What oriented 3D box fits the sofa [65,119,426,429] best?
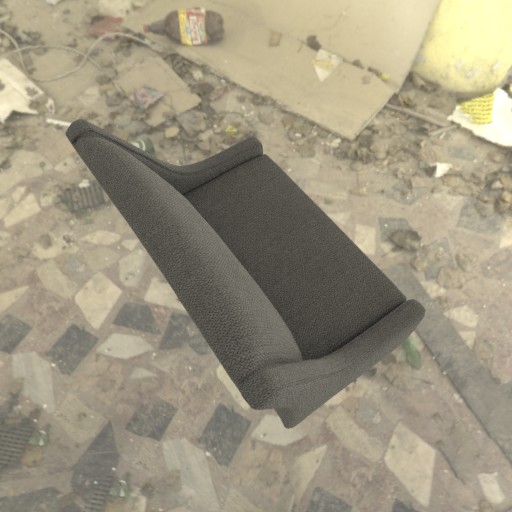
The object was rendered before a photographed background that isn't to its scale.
[{"bbox_3d":[0.000,0.000,1.900,0.873,1.022,1.242,-31,64,-17],"label":"sofa"}]
